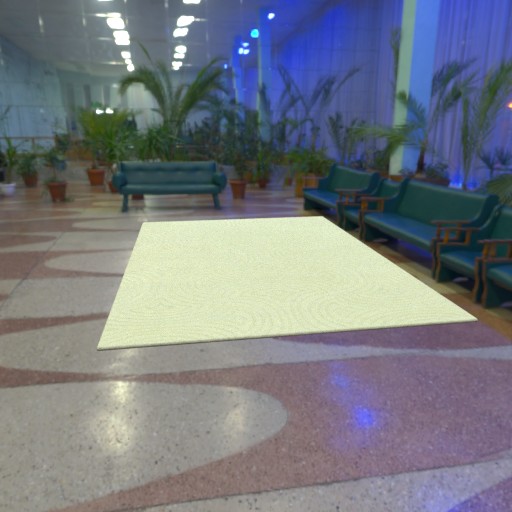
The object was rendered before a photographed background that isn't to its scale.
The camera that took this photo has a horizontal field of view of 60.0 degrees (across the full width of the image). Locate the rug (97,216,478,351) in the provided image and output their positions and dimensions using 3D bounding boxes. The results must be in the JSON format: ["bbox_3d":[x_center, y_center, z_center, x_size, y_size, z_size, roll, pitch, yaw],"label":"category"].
[{"bbox_3d":[0.000,0.000,2.735,1.526,0.015,2.132,-3,17,-9],"label":"rug"}]
